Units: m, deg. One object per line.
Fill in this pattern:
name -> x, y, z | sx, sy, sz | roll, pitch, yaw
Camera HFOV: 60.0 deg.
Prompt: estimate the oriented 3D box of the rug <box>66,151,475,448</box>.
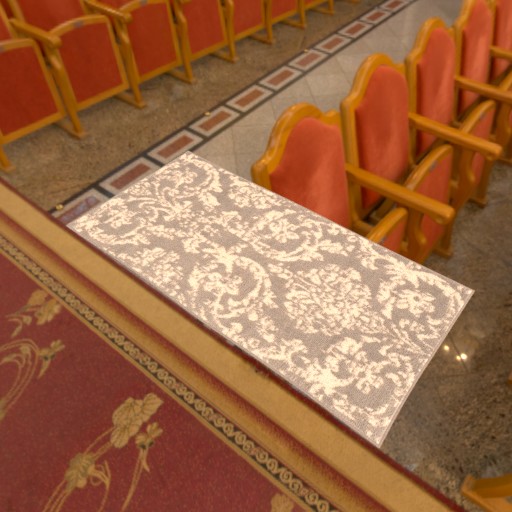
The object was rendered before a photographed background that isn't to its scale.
rug -> 0.000, 0.000, 1.446 | 1.219, 0.007, 0.604 | 30, 53, 26
